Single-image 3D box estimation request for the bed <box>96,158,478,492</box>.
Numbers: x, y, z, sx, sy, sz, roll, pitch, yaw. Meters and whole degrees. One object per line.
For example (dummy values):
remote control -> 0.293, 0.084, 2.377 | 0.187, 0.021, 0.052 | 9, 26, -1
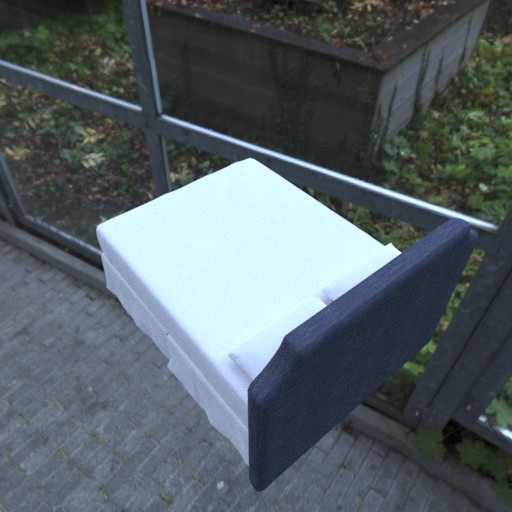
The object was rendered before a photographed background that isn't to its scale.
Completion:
bed -> 0.000, 0.000, 3.102 | 1.693, 1.290, 2.116 | -30, 52, -27
